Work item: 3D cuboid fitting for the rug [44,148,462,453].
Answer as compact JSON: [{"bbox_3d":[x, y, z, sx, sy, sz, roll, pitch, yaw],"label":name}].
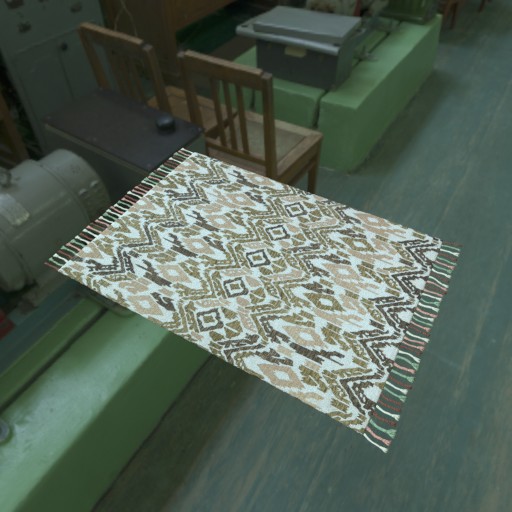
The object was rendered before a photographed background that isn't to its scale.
[{"bbox_3d":[0.000,0.000,2.288,1.829,0.008,1.219,23,52,20],"label":"rug"}]
